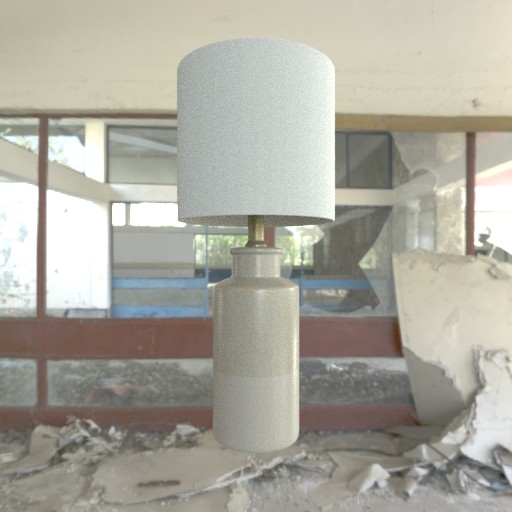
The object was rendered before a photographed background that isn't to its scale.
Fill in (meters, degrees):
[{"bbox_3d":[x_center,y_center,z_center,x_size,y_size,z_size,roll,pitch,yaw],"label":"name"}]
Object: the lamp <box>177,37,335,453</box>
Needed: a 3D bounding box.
[{"bbox_3d":[0.000,0.000,0.605,0.212,0.493,0.212,0,0,35],"label":"lamp"}]
